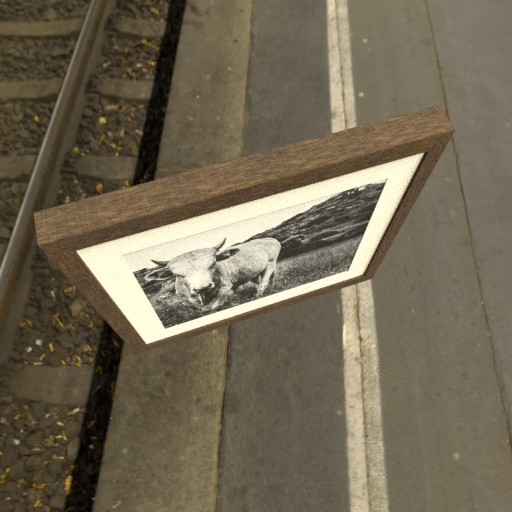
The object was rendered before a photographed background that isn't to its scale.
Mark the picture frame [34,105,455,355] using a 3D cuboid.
[{"bbox_3d":[0.000,0.000,0.535,0.378,0.330,0.033,-17,64,-9],"label":"picture frame"}]
